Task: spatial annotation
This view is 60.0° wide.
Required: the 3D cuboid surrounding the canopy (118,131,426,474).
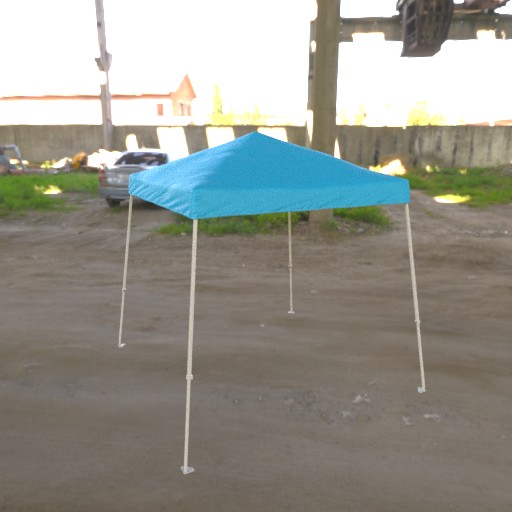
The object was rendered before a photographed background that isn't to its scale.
[{"bbox_3d":[0.000,0.000,6.647,3.599,3.600,3.600,-7,15,-27],"label":"canopy"}]
